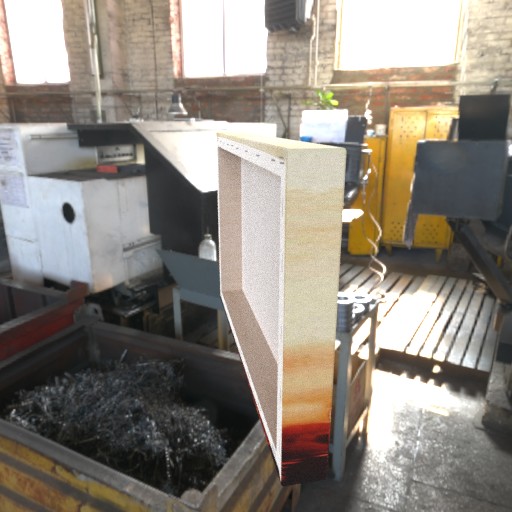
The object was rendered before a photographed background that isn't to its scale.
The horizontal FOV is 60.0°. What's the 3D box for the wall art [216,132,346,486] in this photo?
[{"bbox_3d":[0.000,0.000,0.483,0.037,0.251,0.383,-3,17,-11],"label":"wall art"}]
